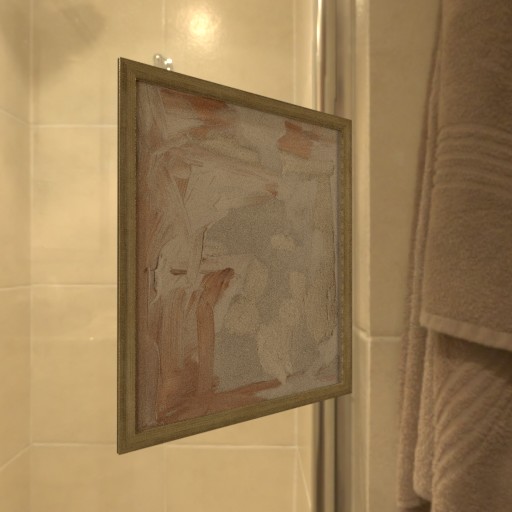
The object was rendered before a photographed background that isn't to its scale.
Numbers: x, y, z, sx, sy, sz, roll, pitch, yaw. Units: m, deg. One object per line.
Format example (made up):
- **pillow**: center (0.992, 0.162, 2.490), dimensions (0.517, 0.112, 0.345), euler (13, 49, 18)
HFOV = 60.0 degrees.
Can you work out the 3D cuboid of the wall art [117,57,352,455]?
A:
- **wall art**: center (0.000, 0.000, 0.767), dimensions (0.483, 0.559, 0.009), euler (0, 0, -36)
